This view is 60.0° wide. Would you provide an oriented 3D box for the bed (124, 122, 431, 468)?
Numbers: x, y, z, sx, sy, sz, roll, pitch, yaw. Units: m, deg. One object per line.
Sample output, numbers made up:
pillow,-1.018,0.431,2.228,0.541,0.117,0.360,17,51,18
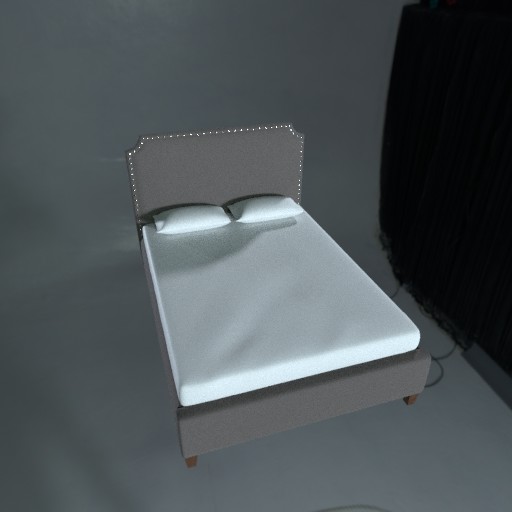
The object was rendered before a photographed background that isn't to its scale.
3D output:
bed,0.000,0.000,3.515,1.713,1.443,2.372,-9,32,-15
